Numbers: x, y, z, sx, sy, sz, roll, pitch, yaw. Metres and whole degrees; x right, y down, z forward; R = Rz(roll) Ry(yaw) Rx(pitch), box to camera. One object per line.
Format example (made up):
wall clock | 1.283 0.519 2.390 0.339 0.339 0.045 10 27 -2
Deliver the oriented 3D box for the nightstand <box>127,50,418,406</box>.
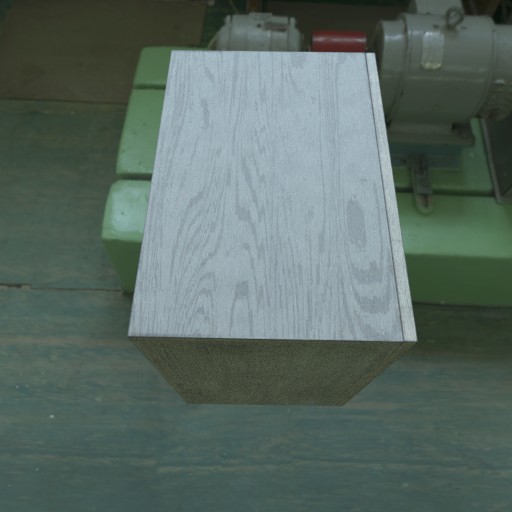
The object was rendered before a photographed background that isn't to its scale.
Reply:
nightstand | 0.000 0.000 1.080 0.483 0.673 0.612 1 63 1
